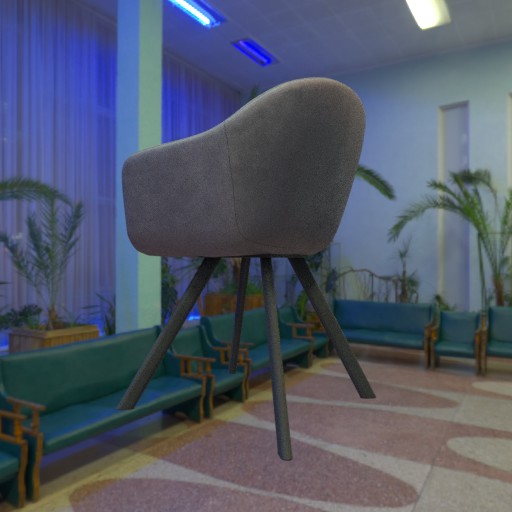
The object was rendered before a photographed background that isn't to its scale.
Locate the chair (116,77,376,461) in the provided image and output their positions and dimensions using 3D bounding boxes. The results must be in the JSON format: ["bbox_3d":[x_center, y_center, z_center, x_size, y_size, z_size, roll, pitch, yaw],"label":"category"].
[{"bbox_3d":[0.000,0.000,1.173,0.544,0.781,0.567,0,0,35],"label":"chair"}]
